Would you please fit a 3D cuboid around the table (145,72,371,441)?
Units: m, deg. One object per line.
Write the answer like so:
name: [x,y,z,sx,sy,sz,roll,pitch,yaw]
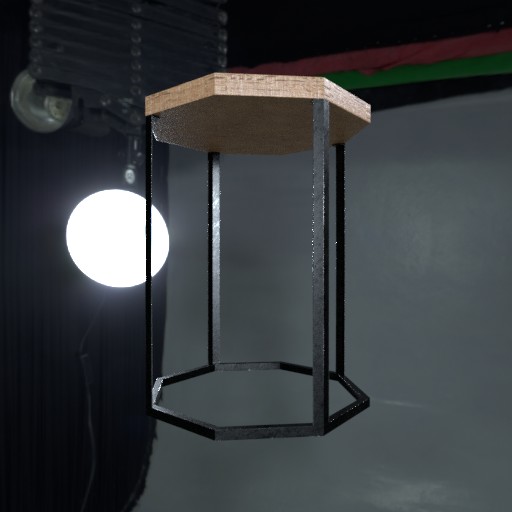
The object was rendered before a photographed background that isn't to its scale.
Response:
table: [0.000,0.000,0.875,0.437,0.553,0.437,0,1,16]
